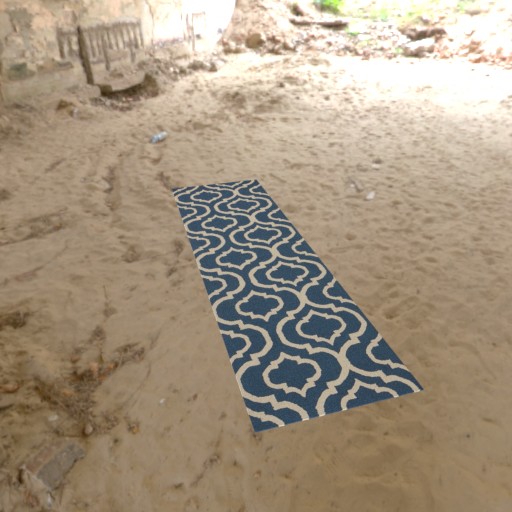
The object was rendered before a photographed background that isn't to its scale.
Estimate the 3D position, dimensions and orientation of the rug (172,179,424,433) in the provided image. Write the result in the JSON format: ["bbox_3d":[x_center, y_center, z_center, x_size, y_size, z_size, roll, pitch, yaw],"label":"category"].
[{"bbox_3d":[0.000,0.000,2.585,0.685,0.006,2.296,-9,32,-14],"label":"rug"}]
